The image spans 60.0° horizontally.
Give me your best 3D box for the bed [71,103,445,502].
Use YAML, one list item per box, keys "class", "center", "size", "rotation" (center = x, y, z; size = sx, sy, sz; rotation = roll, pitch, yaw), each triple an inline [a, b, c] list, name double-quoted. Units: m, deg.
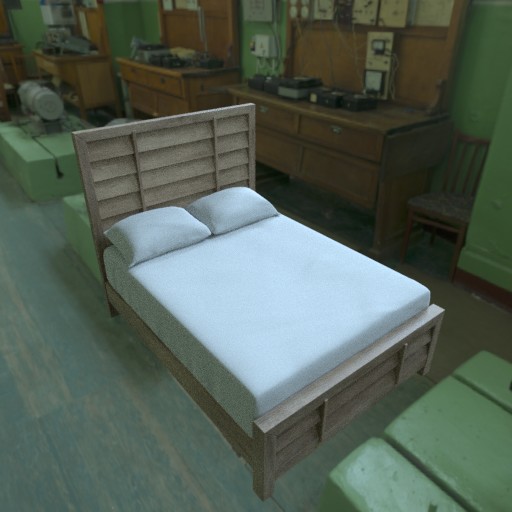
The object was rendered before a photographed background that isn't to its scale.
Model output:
- class: "bed"
  center: [0.000, 0.000, 3.254]
  size: [1.626, 1.626, 2.197]
  rotation: [-22, 37, -32]
